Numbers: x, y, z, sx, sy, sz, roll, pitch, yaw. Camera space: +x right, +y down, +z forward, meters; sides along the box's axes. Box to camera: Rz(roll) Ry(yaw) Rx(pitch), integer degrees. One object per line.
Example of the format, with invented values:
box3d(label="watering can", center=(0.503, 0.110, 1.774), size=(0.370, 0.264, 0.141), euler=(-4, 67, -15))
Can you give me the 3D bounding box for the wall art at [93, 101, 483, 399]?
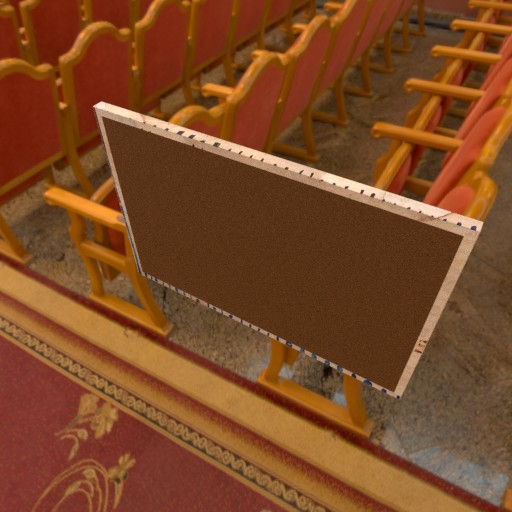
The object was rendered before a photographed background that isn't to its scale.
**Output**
box3d(label="wall art", center=(0.000, 0.000, 1.156), size=(0.919, 0.609, 0.030), euler=(23, 49, 21))
